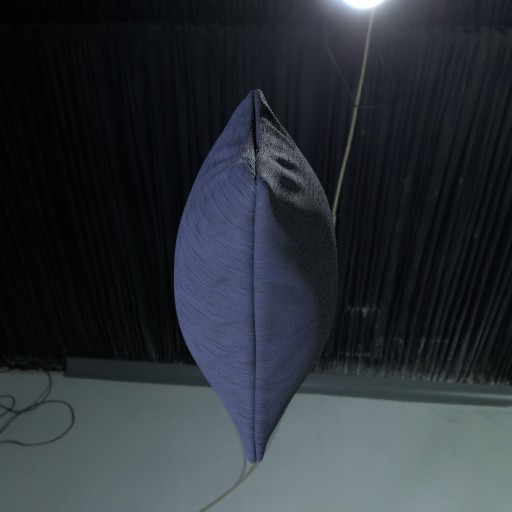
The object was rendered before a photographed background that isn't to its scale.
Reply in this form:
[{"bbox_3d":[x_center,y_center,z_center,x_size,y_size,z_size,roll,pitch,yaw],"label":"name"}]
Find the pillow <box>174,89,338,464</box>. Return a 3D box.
[{"bbox_3d":[0.000,0.000,0.682,0.246,0.414,0.432,0,31,0],"label":"pillow"}]
